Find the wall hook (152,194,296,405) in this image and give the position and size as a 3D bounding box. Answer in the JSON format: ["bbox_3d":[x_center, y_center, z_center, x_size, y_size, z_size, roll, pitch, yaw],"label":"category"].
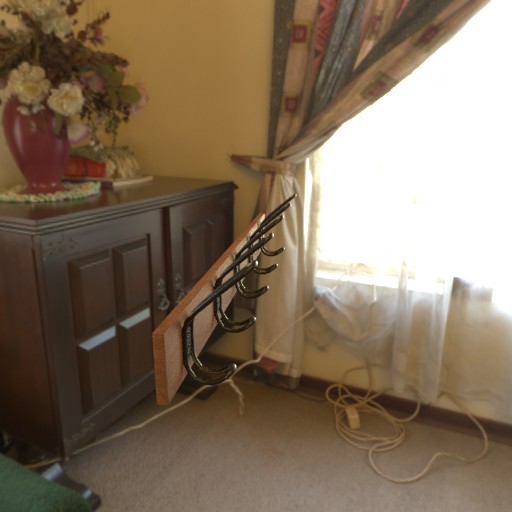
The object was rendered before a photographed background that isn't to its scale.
[{"bbox_3d":[0.000,0.000,0.611,0.076,0.116,0.554,2,16,9],"label":"wall hook"}]
